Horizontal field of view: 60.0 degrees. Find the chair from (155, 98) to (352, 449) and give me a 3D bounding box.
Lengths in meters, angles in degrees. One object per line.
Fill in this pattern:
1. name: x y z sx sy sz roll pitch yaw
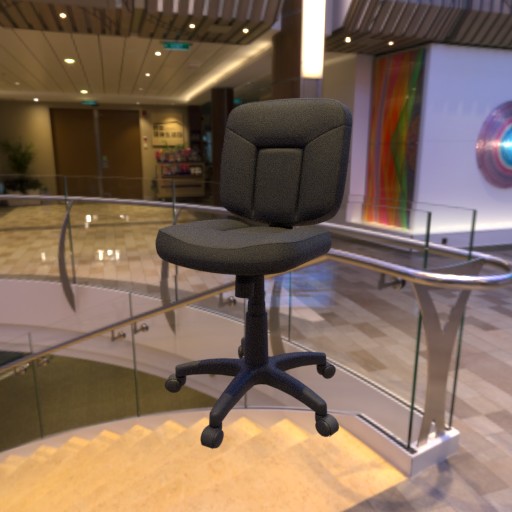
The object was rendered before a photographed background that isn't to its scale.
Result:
1. chair: 0.000 0.000 1.369 0.610 0.972 0.610 7 15 26
